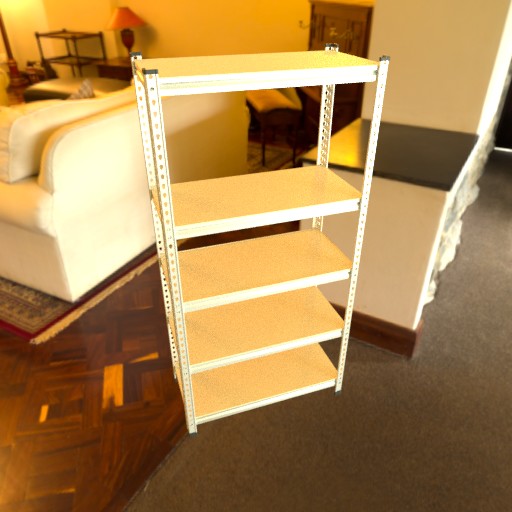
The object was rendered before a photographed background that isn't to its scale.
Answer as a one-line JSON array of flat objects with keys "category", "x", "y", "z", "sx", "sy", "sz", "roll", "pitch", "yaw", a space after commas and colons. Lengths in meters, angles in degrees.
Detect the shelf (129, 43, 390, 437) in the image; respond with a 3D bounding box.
[{"category": "shelf", "x": 0.000, "y": 0.000, "z": 2.191, "sx": 0.914, "sy": 1.829, "sz": 0.457, "roll": -10, "pitch": 33, "yaw": -16}]
